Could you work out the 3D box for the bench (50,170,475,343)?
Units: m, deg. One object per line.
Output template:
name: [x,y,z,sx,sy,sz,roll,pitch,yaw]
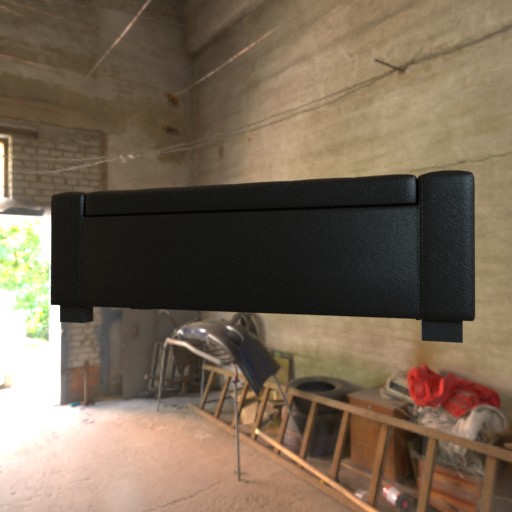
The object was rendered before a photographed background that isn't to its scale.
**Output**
bench: [0.000,0.000,1.524,1.296,0.445,0.508,0,-1,18]
